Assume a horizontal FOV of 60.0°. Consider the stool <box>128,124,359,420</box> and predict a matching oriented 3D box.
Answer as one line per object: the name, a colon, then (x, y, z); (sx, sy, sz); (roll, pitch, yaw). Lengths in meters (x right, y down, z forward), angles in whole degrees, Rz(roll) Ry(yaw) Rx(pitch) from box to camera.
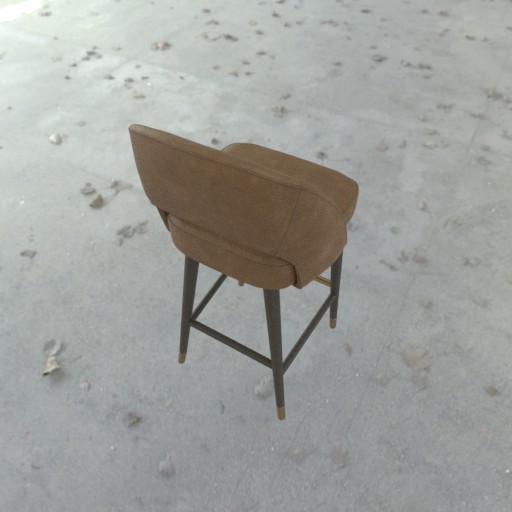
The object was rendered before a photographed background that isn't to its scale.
stool: (0.000, 0.000, 1.327); (0.494, 1.037, 0.509); (23, 51, 20)
